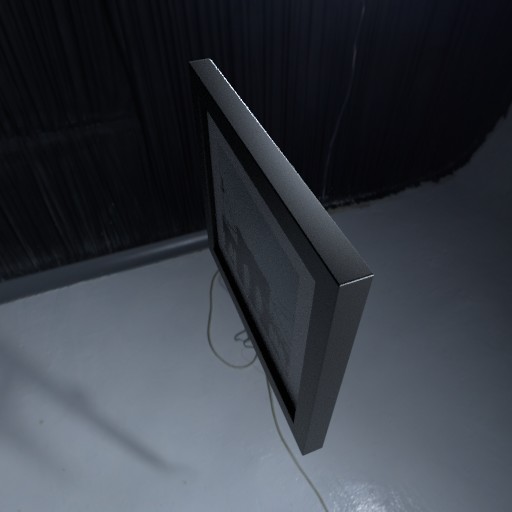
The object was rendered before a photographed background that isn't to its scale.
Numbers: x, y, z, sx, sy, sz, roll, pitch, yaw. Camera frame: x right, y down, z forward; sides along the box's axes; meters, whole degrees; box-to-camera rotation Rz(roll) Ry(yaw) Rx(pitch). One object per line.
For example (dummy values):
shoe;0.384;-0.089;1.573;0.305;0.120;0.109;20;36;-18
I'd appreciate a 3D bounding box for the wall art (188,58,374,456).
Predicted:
wall art;0.000;0.000;0.547;0.028;0.330;0.380;-16;49;-15
